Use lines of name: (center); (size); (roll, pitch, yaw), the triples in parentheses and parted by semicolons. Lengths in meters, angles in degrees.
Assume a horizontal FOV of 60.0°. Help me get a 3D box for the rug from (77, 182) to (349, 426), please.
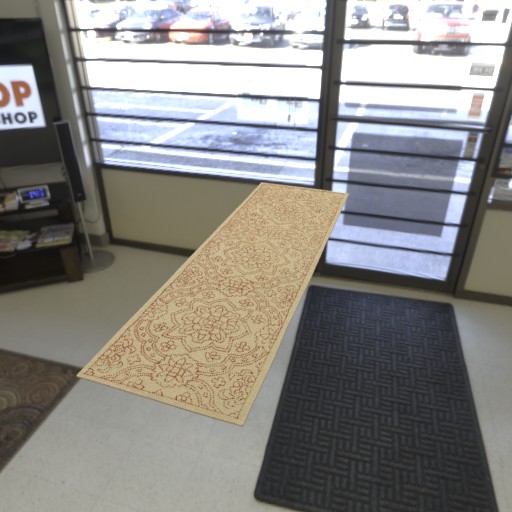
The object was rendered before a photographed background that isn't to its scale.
rug: (0.000, 0.000, 2.778); (0.769, 0.012, 2.448); (10, 32, 17)
